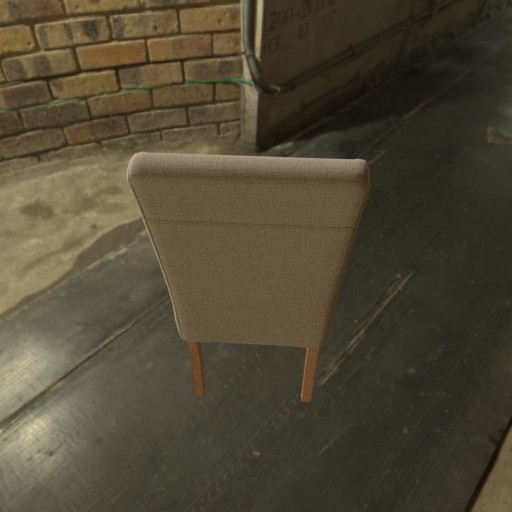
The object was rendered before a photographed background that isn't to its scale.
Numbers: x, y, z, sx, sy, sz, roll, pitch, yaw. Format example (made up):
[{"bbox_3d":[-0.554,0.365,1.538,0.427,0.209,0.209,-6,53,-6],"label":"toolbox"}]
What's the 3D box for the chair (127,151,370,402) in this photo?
[{"bbox_3d":[0.000,0.000,1.337,0.450,1.033,0.611,2,46,2],"label":"chair"}]
